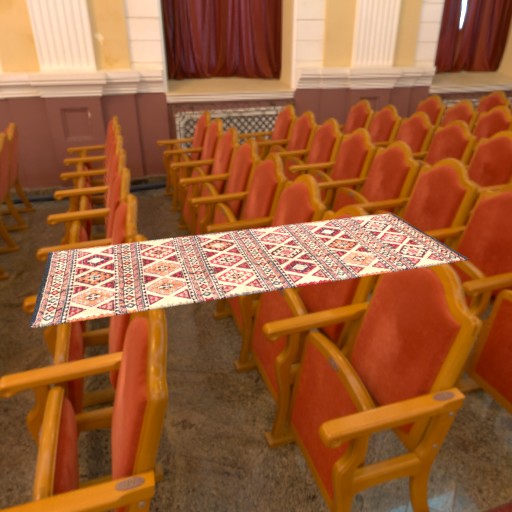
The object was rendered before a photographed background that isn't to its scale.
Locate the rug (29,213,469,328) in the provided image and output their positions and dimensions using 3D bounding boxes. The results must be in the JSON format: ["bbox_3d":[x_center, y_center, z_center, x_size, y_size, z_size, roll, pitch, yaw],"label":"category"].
[{"bbox_3d":[0.000,0.000,2.630,2.362,0.008,0.832,-8,27,-15],"label":"rug"}]
